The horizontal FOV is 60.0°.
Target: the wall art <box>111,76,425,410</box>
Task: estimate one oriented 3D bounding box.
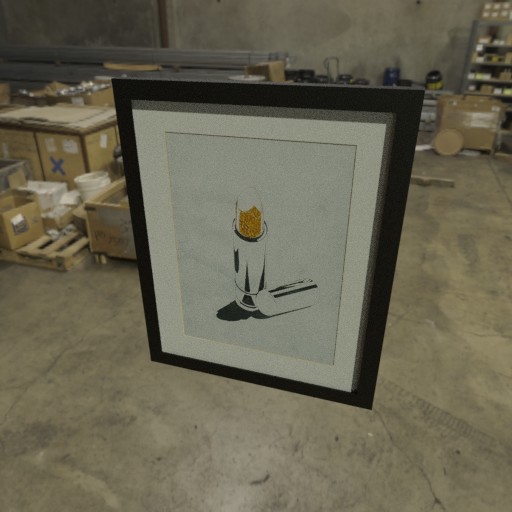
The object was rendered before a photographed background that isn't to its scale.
[{"bbox_3d":[0.000,0.000,0.762,0.457,0.559,0.029,8,29,15],"label":"wall art"}]
